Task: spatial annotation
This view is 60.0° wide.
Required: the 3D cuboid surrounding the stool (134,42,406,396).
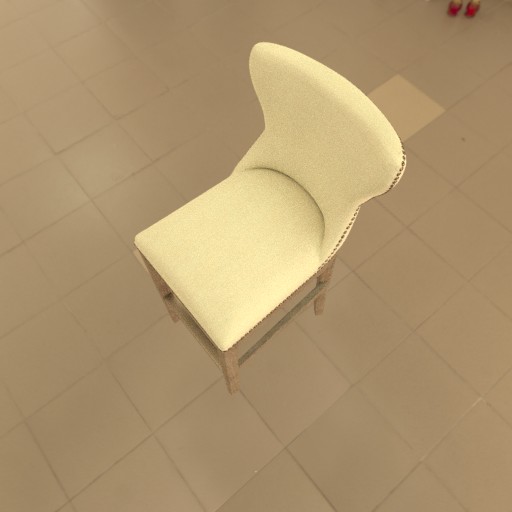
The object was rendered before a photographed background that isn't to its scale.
[{"bbox_3d":[0.000,0.000,1.441,0.606,1.123,0.494,-37,70,-16],"label":"stool"}]
